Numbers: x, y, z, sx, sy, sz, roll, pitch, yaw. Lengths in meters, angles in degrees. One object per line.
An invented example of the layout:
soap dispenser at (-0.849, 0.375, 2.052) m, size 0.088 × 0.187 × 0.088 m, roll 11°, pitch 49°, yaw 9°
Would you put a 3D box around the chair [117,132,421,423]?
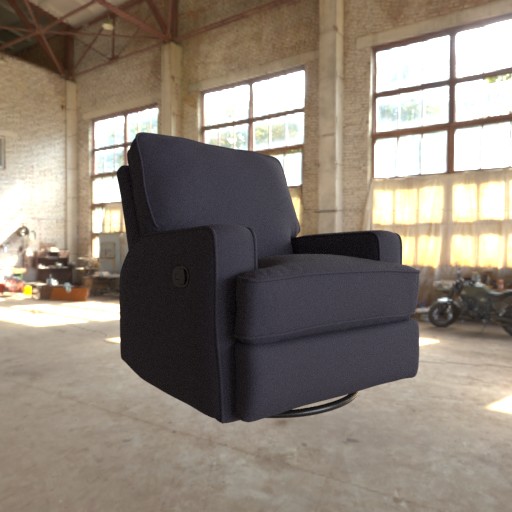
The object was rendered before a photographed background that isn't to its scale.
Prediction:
chair at (0.000, 0.000, 1.698) m, size 0.861 × 0.962 × 0.964 m, roll -1°, pitch 1°, yaw -37°
